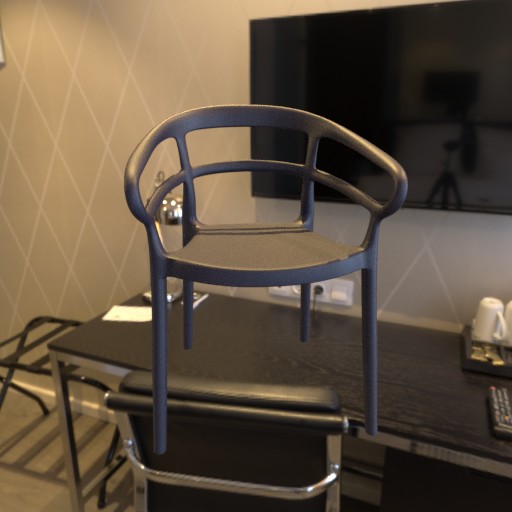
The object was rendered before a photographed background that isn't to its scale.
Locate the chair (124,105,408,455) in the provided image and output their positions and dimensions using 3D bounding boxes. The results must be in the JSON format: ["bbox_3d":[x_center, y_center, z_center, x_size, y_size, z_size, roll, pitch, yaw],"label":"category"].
[{"bbox_3d":[0.000,0.000,1.142,0.559,0.761,0.527,-2,16,-7],"label":"chair"}]
